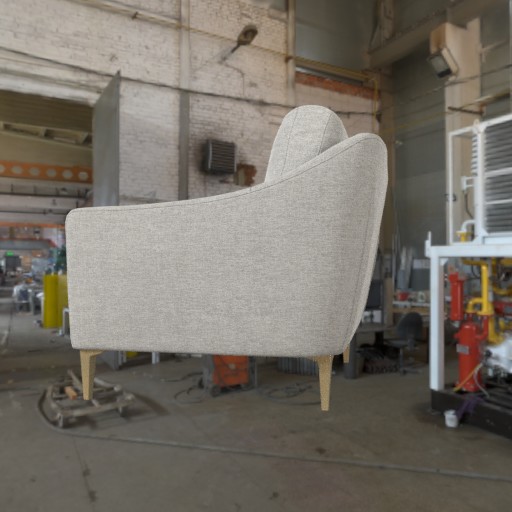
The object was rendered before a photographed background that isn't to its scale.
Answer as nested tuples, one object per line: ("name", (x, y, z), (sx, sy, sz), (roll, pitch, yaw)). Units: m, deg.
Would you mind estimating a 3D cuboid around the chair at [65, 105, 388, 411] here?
("chair", (0.000, 0.000, 1.684), (0.961, 0.902, 0.986), (0, -1, 17))
